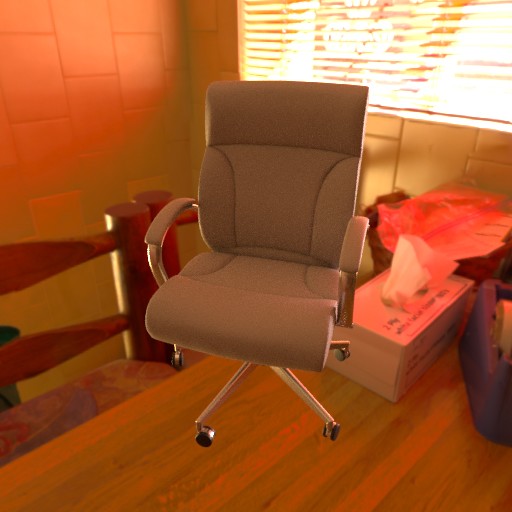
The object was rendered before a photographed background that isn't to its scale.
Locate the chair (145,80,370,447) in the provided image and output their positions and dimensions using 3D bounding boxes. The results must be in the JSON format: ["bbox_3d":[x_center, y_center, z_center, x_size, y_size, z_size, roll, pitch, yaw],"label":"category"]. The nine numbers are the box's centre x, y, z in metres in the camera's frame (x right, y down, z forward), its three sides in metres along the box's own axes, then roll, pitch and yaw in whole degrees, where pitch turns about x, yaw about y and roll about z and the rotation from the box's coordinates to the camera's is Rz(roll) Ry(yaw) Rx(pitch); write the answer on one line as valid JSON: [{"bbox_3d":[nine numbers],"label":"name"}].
[{"bbox_3d":[0.000,0.000,1.542,0.727,1.099,0.745,8,27,16],"label":"chair"}]
